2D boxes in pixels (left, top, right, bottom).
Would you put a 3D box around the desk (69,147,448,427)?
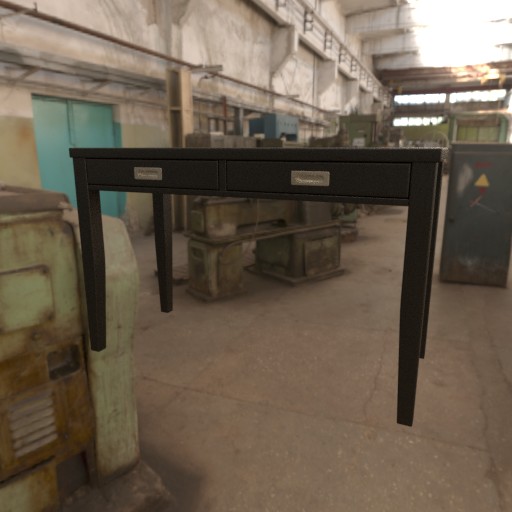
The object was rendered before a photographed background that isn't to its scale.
[{"bbox_3d":[0.000,0.000,1.632,1.220,0.775,0.508,6,15,24],"label":"desk"}]
